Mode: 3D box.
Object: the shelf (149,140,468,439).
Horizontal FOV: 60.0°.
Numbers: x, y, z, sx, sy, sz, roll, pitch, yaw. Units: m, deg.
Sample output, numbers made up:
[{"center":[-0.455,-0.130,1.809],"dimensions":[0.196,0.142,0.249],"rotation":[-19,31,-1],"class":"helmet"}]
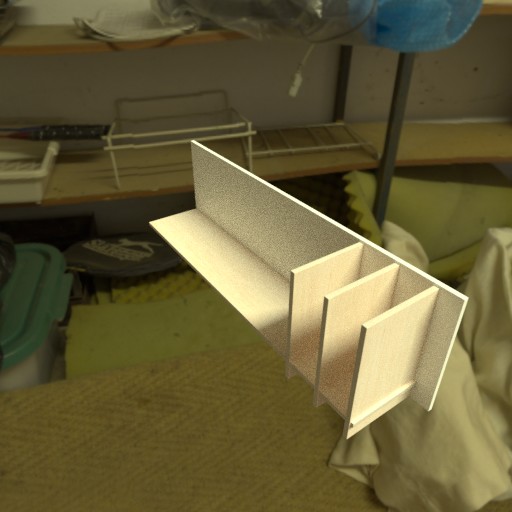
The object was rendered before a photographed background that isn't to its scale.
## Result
[{"center":[0.000,0.000,1.160],"dimensions":[0.200,0.300,1.020],"rotation":[-21,38,-28],"class":"shelf"}]
